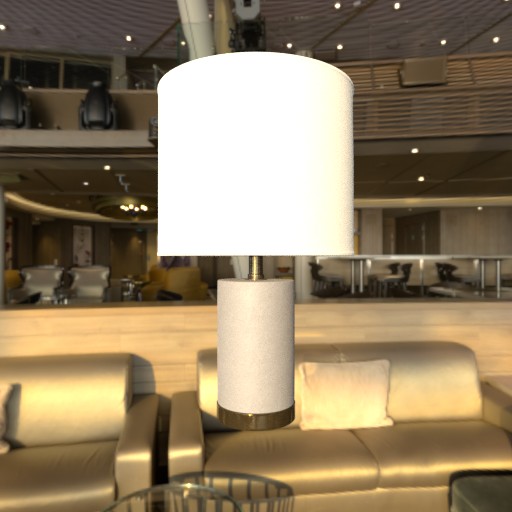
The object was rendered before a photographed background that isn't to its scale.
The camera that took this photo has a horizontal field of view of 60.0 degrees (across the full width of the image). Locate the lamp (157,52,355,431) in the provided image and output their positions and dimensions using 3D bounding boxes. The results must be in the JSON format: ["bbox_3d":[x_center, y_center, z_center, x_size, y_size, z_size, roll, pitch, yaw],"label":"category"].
[{"bbox_3d":[0.000,0.000,0.527,0.229,0.380,0.229,0,0,0],"label":"lamp"}]
